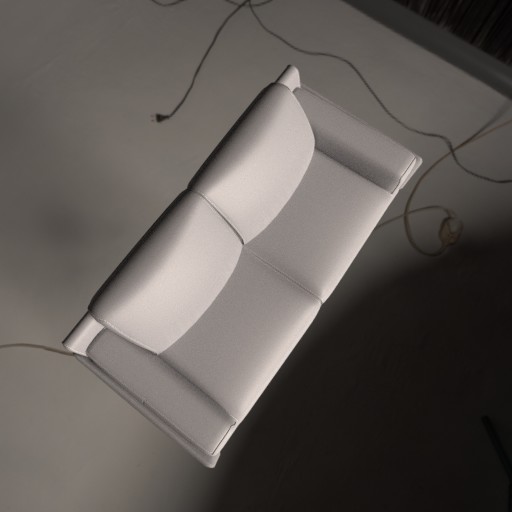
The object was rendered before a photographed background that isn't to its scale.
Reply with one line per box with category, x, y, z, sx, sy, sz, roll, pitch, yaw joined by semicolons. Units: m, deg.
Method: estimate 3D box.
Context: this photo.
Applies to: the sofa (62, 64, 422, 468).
sofa;0.000;0.000;2.580;0.969;0.900;2.100;35;78;9
